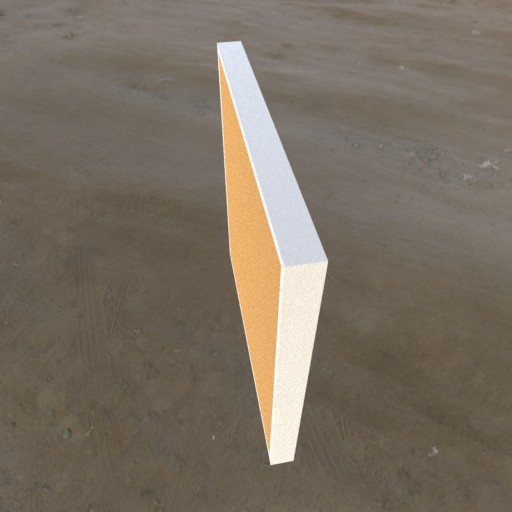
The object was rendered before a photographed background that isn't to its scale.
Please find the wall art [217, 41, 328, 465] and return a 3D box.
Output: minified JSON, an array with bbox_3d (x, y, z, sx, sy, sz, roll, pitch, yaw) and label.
[{"bbox_3d":[0.000,0.000,0.449,0.024,0.304,0.304,-7,47,-7],"label":"wall art"}]
